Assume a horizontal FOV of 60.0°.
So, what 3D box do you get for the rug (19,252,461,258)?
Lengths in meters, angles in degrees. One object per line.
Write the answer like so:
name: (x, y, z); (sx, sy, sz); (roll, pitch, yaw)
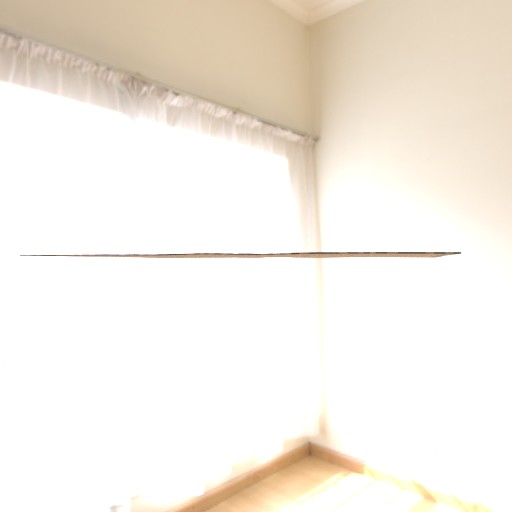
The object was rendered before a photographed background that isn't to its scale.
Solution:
rug: (0.000, 0.000, 2.699); (2.135, 0.013, 1.524); (0, -1, 18)
